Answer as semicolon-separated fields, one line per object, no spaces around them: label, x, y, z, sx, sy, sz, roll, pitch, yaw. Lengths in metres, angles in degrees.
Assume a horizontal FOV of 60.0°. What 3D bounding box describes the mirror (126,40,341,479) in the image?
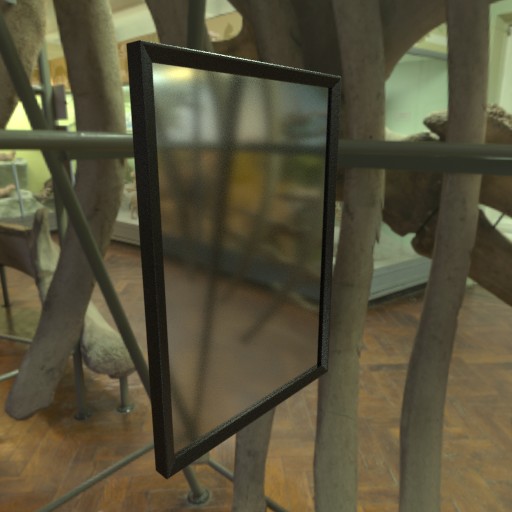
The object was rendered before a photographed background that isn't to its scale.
mirror;0.000;0.000;0.883;0.039;0.710;0.507;13;20;41
